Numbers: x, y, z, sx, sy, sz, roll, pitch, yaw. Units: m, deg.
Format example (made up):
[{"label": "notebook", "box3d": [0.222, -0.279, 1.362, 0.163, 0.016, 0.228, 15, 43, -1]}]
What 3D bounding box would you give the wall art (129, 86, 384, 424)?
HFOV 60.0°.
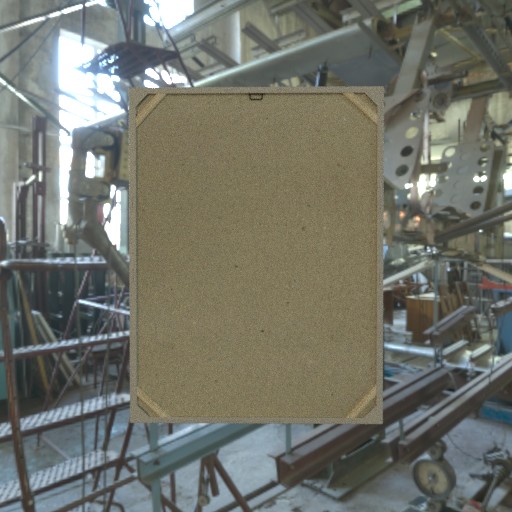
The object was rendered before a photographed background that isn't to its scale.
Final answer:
[{"label": "wall art", "box3d": [0.000, 0.000, 1.613, 0.914, 1.212, 0.038, 0, 1, 1]}]
